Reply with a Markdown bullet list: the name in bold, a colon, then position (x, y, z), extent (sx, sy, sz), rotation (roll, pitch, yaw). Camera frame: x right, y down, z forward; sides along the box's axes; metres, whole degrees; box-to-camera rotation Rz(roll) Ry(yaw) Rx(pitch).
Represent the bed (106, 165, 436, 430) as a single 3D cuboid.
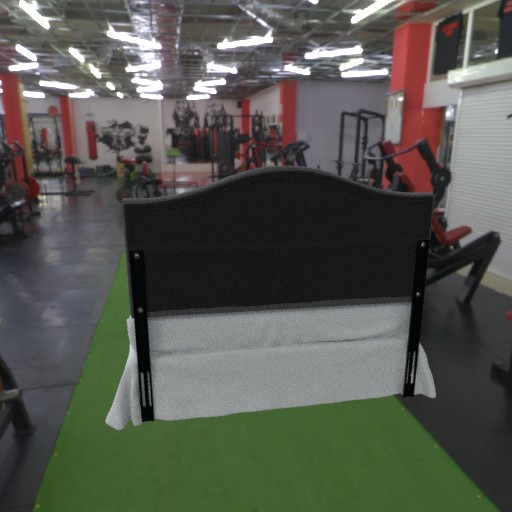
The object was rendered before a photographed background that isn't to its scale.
- **bed**: position (0.000, 0.000, 3.855), extent (2.314, 1.651, 2.219), rotation (-2, 15, -9)
